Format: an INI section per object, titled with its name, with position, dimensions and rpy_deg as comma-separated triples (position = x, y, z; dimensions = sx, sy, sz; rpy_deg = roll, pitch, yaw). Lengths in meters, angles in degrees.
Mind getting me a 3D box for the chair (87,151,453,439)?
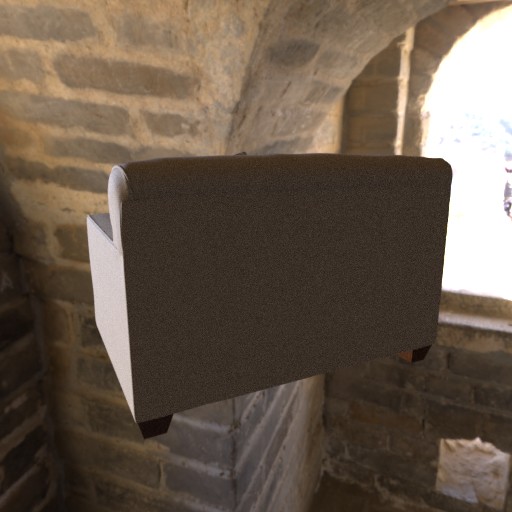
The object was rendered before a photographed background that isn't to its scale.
[chair]
position = 0.000, 0.000, 2.059
dimensions = 1.383, 0.948, 1.000
rpy_deg = -7, 15, -26
